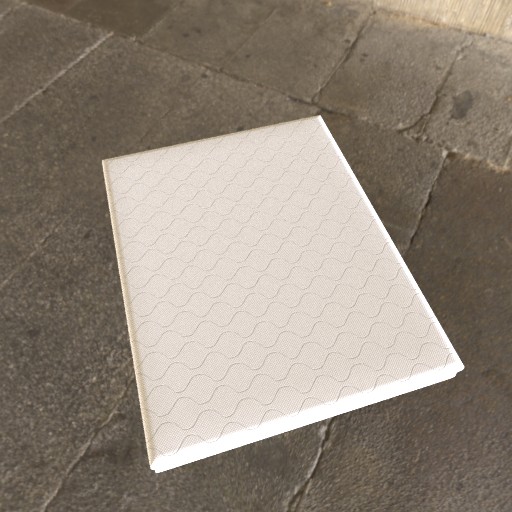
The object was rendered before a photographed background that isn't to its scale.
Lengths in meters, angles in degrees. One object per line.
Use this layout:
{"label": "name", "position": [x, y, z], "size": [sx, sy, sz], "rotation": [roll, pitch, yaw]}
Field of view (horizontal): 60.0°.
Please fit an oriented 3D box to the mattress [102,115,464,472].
{"label": "mattress", "position": [0.000, 0.000, 2.697], "size": [1.600, 0.200, 2.000], "rotation": [-14, 58, -9]}
